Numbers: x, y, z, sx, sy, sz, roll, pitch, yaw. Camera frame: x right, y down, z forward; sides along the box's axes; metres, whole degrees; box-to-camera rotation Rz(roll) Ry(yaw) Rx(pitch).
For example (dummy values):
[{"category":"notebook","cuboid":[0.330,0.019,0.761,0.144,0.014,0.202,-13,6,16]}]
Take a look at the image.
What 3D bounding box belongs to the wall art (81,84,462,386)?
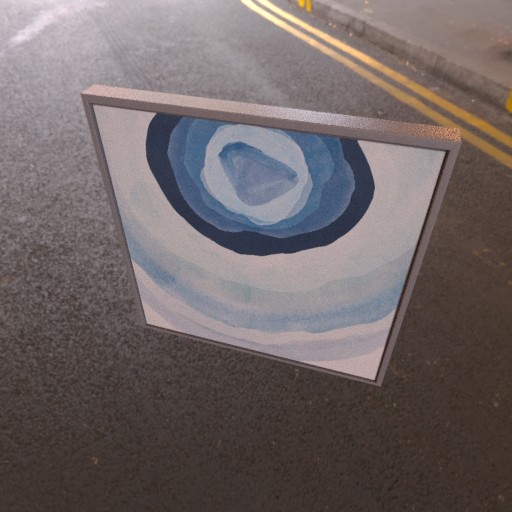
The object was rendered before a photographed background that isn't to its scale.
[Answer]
[{"category":"wall art","cuboid":[0.000,0.000,0.513,0.349,0.349,0.028,11,42,13]}]
